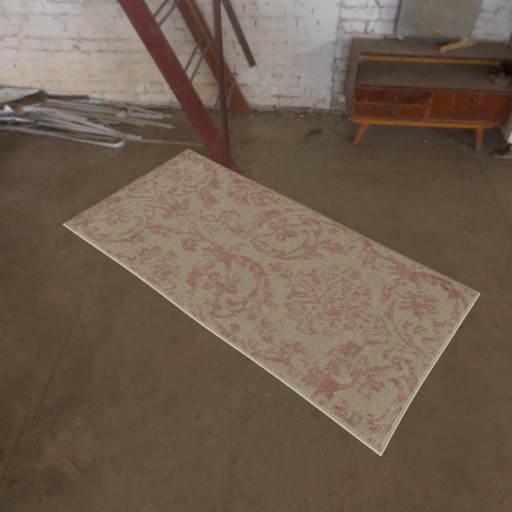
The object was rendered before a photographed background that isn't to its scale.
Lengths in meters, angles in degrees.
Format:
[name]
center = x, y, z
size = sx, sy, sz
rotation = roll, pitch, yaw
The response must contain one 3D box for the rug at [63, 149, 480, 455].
[rug]
center = 0.000, 0.000, 1.415
size = 1.219, 0.007, 0.604
rotation = 31, 53, 26
